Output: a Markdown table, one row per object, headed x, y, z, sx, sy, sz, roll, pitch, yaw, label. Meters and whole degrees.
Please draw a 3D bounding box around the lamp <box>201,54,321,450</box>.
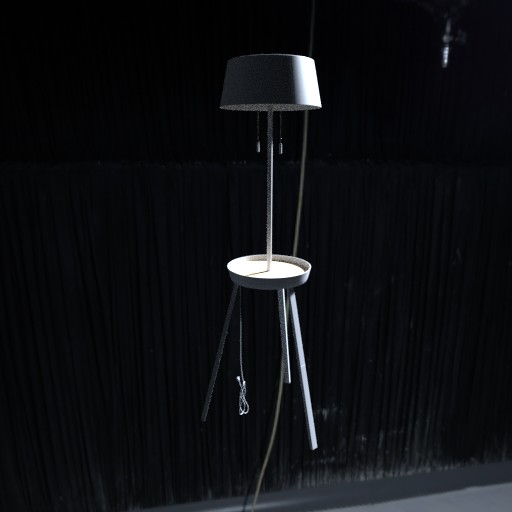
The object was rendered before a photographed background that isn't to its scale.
| x | y | z | sx | sy | sz | roll | pitch | yaw | label |
| --- | --- | --- | --- | --- | --- | --- | --- | --- | --- |
| 0.000 | 0.000 | 1.735 | 0.468 | 1.429 | 0.508 | -2 | 15 | -8 | lamp |
